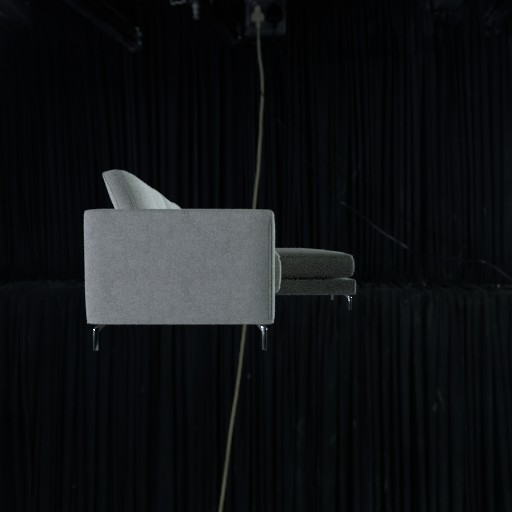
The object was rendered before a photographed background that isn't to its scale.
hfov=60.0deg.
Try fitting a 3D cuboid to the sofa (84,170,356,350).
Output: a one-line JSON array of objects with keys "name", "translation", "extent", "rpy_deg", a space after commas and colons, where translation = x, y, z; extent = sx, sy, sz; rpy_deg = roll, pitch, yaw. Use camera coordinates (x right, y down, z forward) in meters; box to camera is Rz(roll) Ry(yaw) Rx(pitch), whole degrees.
[{"name": "sofa", "translation": [0.000, 0.000, 3.189], "extent": [1.626, 0.864, 2.438], "rpy_deg": [0, 0, -1]}]
